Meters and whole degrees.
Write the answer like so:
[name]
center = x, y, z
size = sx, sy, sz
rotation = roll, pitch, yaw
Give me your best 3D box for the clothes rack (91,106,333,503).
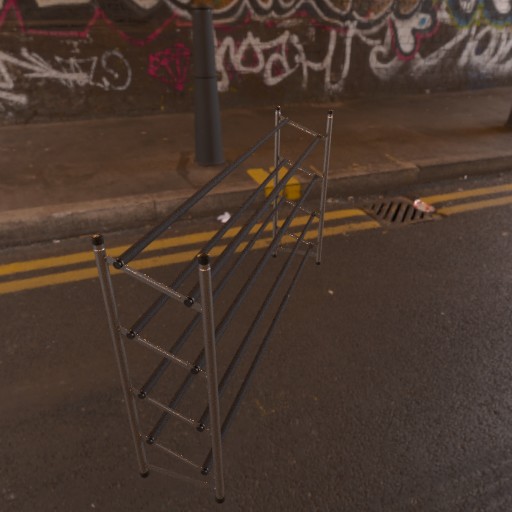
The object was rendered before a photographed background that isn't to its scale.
[clothes rack]
center = 0.000, 0.000, 1.386
size = 0.229, 0.672, 1.168
rotation = 10, 31, 16
